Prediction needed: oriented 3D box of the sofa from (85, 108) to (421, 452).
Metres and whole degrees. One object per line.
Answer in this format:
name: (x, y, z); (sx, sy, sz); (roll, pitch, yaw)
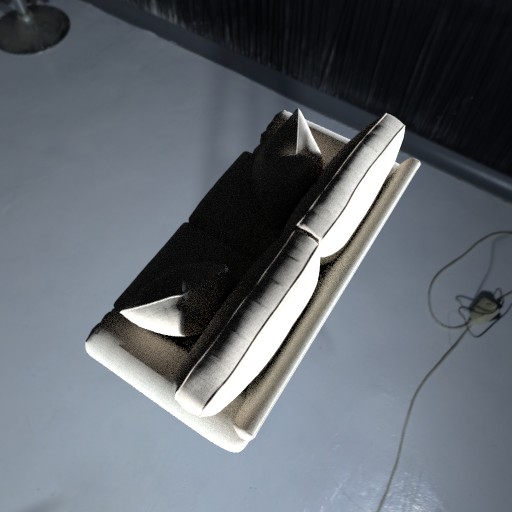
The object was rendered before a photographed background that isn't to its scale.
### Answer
sofa: (0.000, 0.000, 2.276); (0.966, 0.966, 1.701); (30, 66, 15)
